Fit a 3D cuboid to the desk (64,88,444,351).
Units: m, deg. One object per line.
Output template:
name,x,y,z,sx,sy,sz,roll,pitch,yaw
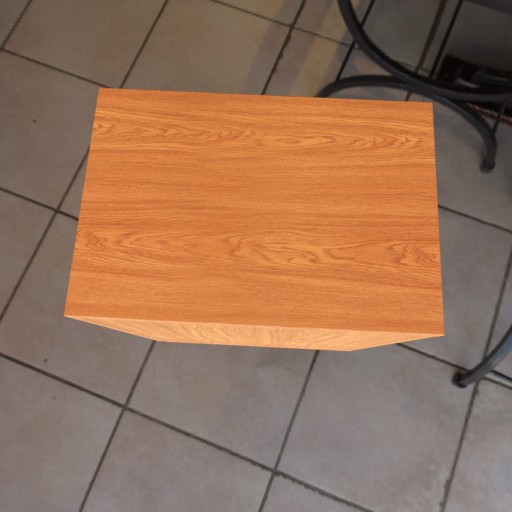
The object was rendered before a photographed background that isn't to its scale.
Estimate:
desk,0.000,0.000,1.086,0.600,0.730,0.404,3,76,1
